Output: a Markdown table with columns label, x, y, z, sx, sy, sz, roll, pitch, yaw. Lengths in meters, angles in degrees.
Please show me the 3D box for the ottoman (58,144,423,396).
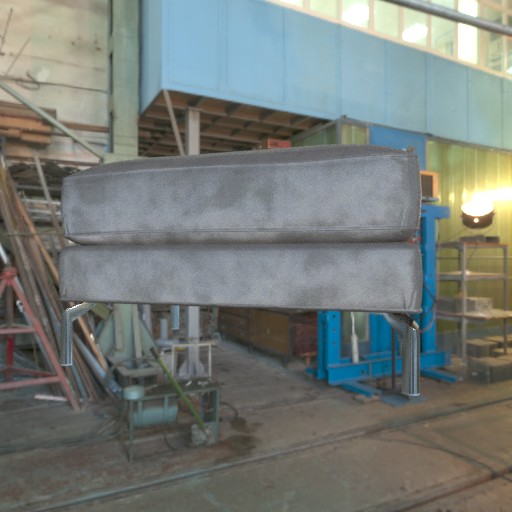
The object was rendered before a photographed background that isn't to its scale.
| label | x | y | z | sx | sy | sz | roll | pitch | yaw |
| --- | --- | --- | --- | --- | --- | --- | --- | --- | --- |
| ottoman | 0.000 | 0.000 | 1.060 | 0.719 | 0.456 | 0.520 | 0 | 0 | 17 |
